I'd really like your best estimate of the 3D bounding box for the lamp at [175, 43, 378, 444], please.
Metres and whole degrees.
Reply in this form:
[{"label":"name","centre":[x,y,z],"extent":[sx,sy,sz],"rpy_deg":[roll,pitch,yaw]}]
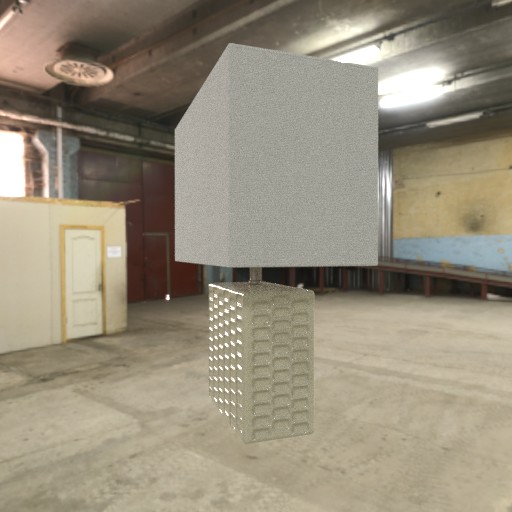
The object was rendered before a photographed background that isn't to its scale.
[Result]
[{"label":"lamp","centre":[0.000,0.000,0.717],"extent":[0.200,0.515,0.380],"rpy_deg":[0,1,-20]}]
